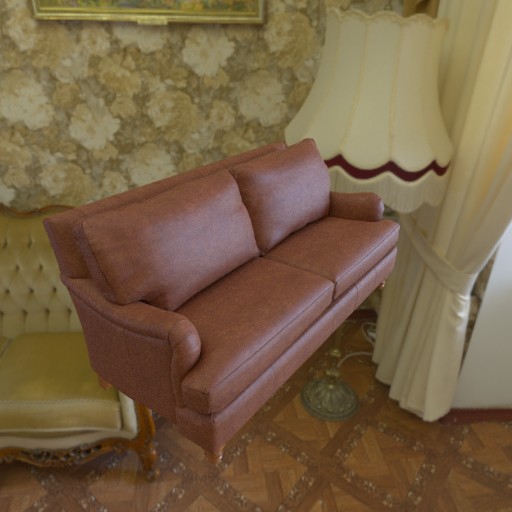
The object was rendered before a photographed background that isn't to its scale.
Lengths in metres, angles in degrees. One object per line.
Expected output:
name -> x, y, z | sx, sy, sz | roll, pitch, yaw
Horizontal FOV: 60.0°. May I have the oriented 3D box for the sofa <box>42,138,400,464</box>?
sofa -> 0.000, 0.000, 2.804 | 1.147, 1.071, 2.144 | 19, 33, 32
